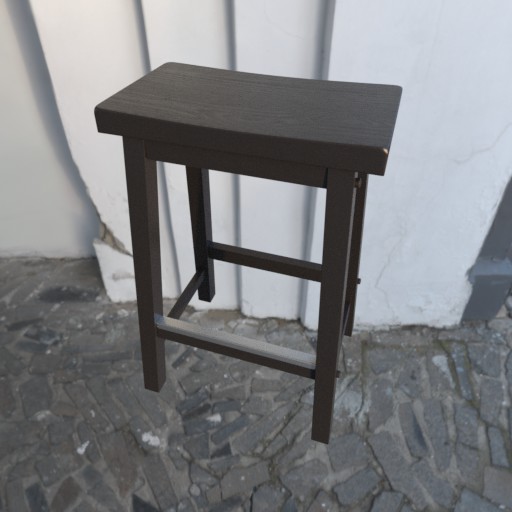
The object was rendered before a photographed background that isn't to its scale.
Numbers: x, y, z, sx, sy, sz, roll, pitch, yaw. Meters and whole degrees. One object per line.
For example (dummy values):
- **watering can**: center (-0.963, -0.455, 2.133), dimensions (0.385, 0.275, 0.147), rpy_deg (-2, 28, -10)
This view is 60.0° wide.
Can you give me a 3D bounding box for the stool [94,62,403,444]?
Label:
- **stool**: center (0.000, 0.000, 0.844), dimensions (0.406, 0.610, 0.322), rpy_deg (12, 41, 14)
